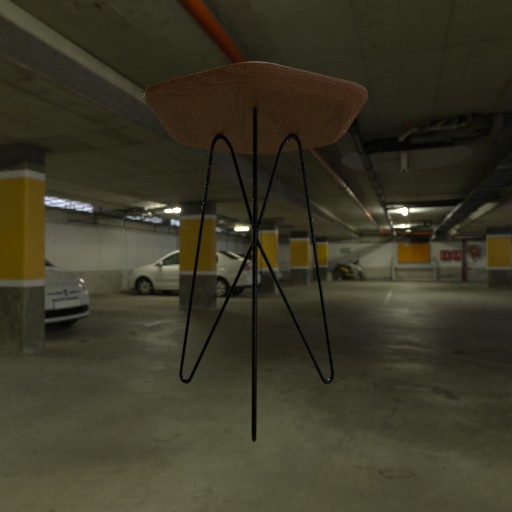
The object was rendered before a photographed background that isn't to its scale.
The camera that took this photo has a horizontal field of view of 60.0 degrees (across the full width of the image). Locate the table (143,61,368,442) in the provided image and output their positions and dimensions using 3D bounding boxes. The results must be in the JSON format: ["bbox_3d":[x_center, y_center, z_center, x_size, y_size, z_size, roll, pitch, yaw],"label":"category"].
[{"bbox_3d":[0.000,0.000,0.892,0.400,0.562,0.500,0,-1,1],"label":"table"}]
